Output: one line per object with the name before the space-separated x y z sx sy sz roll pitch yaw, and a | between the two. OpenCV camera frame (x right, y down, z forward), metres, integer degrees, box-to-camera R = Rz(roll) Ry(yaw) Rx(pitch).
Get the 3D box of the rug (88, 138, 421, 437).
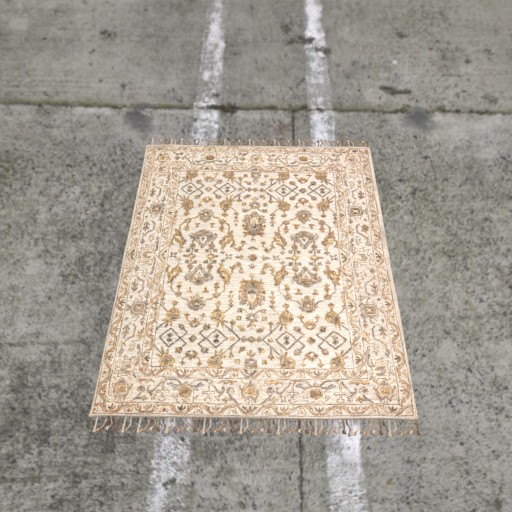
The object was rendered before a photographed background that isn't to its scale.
rug | 0.000 0.000 4.013 2.426 0.034 3.061 1 57 0
